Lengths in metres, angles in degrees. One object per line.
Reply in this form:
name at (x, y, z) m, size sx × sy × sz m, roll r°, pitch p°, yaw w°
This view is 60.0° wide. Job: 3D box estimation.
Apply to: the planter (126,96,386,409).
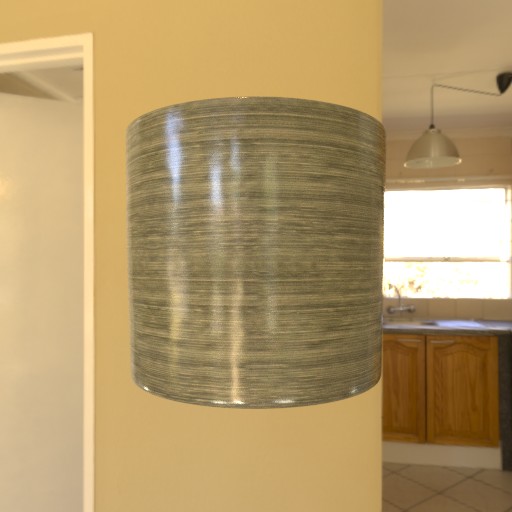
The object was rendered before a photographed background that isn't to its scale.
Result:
planter at (0.000, 0.000, 0.391) m, size 0.221 × 0.201 × 0.221 m, roll 0°, pitch -1°, yaw 0°
